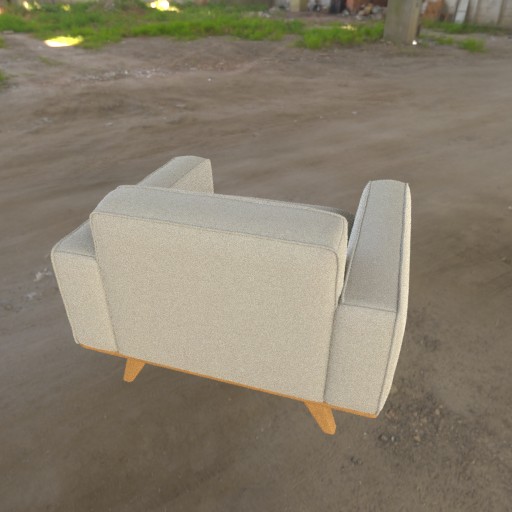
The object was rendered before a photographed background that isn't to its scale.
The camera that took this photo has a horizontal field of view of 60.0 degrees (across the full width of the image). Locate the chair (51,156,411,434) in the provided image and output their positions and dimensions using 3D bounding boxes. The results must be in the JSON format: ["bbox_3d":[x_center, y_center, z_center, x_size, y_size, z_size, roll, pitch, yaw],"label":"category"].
[{"bbox_3d":[0.000,0.000,1.719,1.115,0.779,0.953,9,33,15],"label":"chair"}]
